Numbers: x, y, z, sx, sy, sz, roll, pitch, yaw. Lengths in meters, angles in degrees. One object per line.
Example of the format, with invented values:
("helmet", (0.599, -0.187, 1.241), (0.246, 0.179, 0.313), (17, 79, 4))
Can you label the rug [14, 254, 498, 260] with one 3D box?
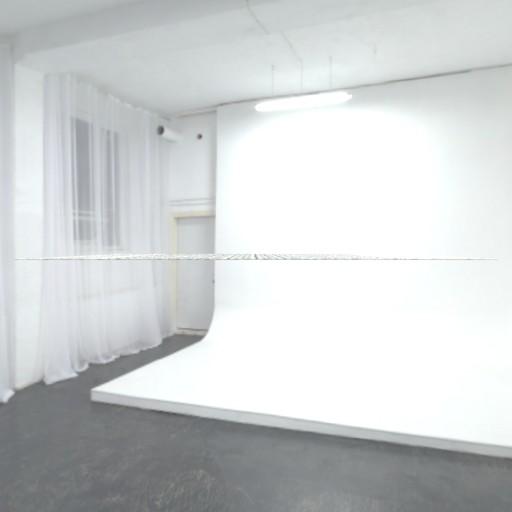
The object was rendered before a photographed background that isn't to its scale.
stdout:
("rug", (0.000, 0.000, 4.106), (3.196, 0.007, 2.354), (0, 1, 0))
